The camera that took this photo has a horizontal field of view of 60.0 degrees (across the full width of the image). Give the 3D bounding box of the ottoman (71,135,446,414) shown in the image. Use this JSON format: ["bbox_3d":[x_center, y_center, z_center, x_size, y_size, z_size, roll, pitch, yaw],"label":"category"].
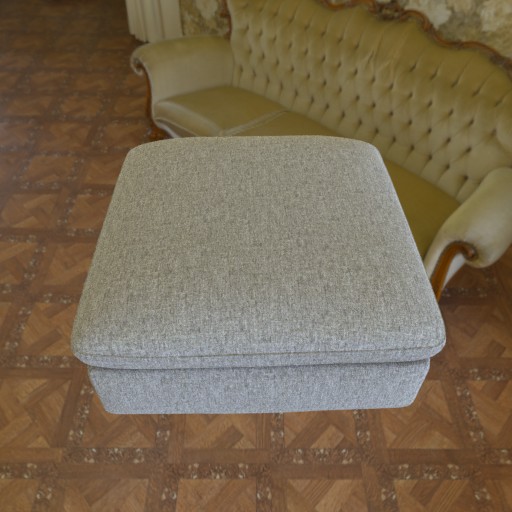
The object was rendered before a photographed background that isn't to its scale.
[{"bbox_3d":[0.000,0.000,1.625,1.039,0.526,1.035,-1,47,-1],"label":"ottoman"}]
